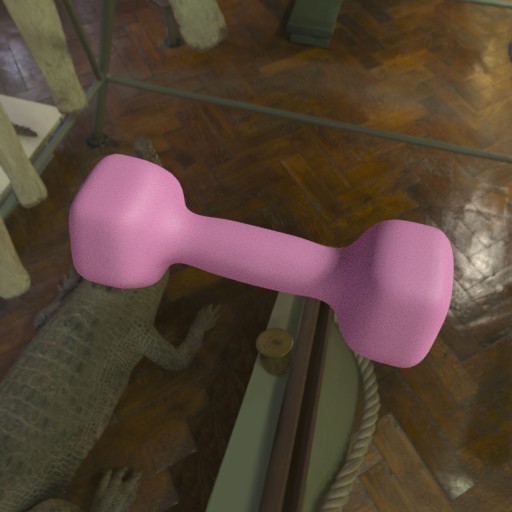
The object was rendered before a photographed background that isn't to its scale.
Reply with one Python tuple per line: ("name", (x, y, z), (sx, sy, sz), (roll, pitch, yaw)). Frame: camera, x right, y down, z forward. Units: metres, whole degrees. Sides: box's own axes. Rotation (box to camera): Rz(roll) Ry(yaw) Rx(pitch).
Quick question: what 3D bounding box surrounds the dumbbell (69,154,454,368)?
("dumbbell", (0.000, 0.000, 0.195), (0.159, 0.058, 0.064), (15, 60, 9))
